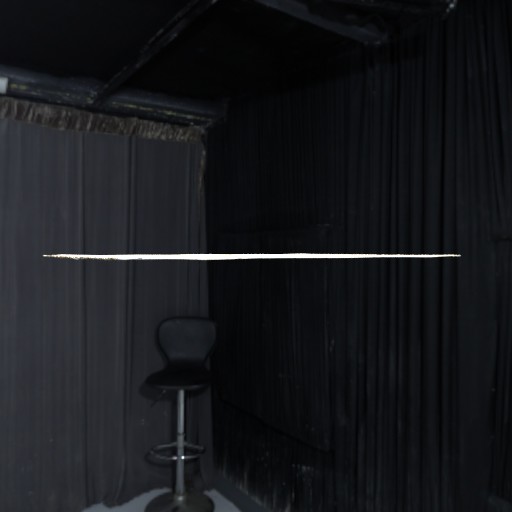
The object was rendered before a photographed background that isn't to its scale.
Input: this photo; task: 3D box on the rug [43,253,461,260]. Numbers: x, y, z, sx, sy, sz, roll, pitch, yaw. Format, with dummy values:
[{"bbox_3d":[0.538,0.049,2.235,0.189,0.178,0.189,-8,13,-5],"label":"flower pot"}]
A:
[{"bbox_3d":[0.000,0.000,2.333,1.861,0.017,1.218,0,1,-35],"label":"rug"}]
